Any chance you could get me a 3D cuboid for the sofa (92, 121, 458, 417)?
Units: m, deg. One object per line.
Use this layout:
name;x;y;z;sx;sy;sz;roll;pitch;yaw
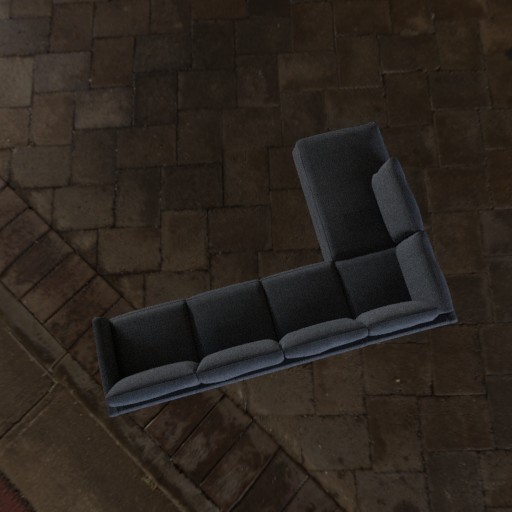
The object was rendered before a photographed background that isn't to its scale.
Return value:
sofa;0.000;0.000;3.938;2.949;0.815;2.007;-15;77;-4
